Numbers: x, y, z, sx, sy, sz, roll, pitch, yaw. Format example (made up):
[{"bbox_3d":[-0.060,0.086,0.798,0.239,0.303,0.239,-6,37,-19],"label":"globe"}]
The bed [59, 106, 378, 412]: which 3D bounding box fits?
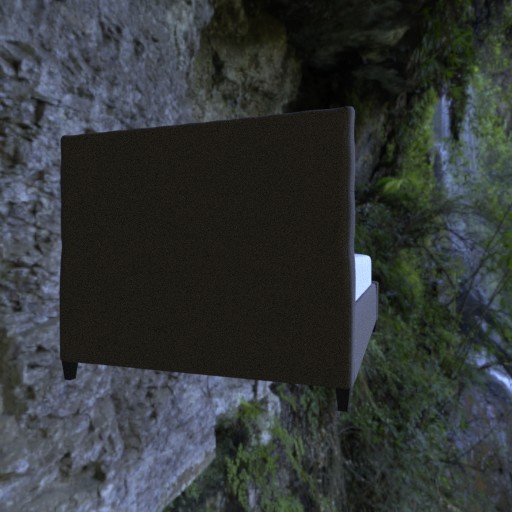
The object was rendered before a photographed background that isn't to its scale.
[{"bbox_3d":[0.000,0.000,3.353,1.696,1.426,2.233,0,1,18],"label":"bed"}]
